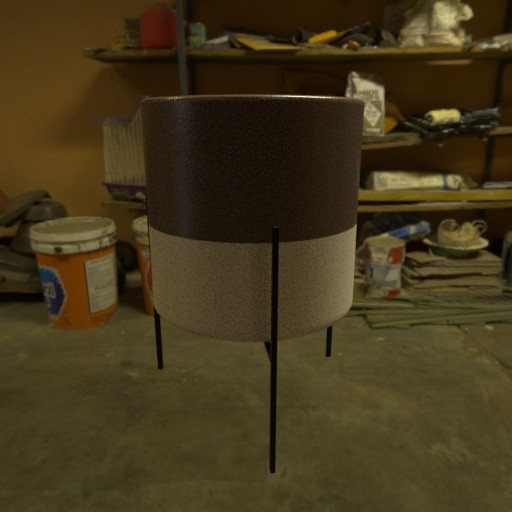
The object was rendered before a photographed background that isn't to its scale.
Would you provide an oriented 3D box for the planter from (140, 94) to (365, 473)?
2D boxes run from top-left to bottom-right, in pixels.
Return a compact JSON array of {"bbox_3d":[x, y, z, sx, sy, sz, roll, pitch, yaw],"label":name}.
[{"bbox_3d":[0.000,0.000,0.534,0.260,0.353,0.250,-16,23,-42],"label":"planter"}]
